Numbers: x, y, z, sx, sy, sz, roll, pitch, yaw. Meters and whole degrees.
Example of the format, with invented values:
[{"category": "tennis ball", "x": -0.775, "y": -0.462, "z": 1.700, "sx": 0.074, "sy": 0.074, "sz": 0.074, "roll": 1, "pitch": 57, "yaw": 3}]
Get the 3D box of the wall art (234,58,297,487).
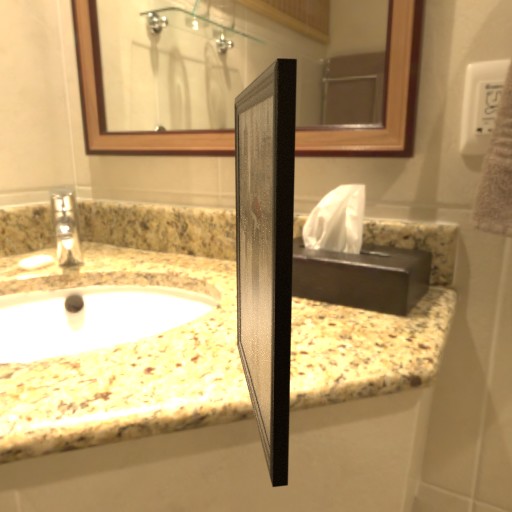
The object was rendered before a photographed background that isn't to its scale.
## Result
[{"category": "wall art", "x": 0.000, "y": 0.000, "z": 1.640, "sx": 0.053, "sy": 1.194, "sz": 0.950, "roll": -2, "pitch": 14, "yaw": -8}]
